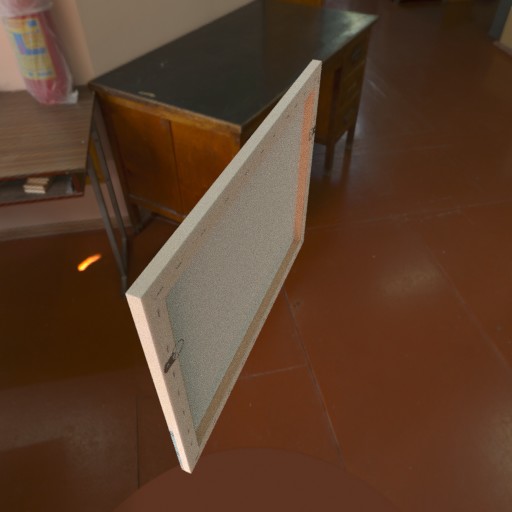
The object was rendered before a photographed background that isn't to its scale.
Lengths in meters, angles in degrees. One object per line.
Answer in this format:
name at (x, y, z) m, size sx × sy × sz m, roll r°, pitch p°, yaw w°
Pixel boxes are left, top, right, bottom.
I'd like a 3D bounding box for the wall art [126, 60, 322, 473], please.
wall art at (0.000, 0.000, 1.558) m, size 0.042 × 0.912 × 1.219 m, roll 16°, pitch 47°, yaw 15°
